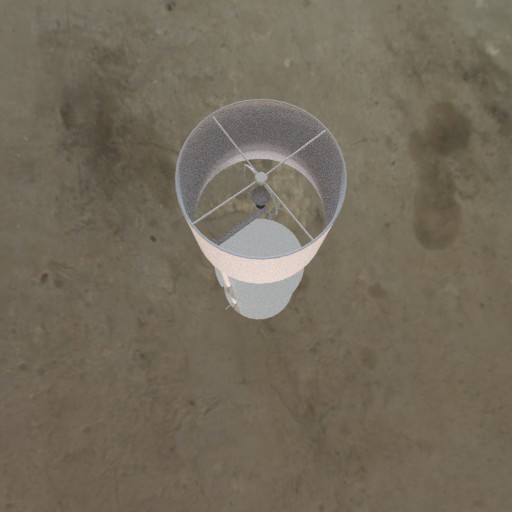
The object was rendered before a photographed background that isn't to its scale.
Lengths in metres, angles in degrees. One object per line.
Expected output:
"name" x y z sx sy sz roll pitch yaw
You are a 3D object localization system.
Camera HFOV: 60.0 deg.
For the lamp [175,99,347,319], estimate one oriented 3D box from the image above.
"lamp" 0.000 0.000 1.670 0.405 1.465 0.372 -36 79 -8
